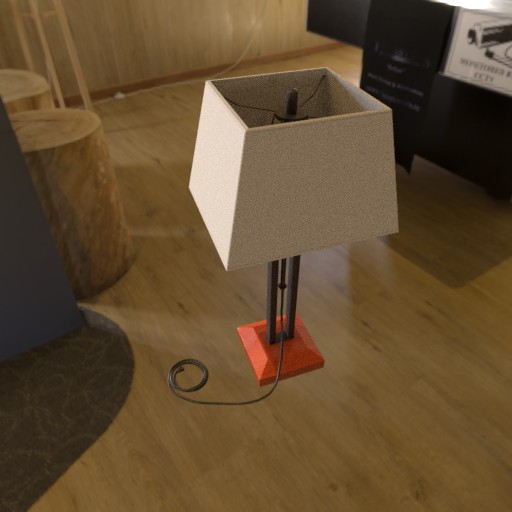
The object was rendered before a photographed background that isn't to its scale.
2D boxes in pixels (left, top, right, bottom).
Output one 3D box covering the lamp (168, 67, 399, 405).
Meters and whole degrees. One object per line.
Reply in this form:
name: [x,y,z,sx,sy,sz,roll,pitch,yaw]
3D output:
lamp: [0.000,0.000,1.007,0.498,0.737,0.310,-12,41,-15]
